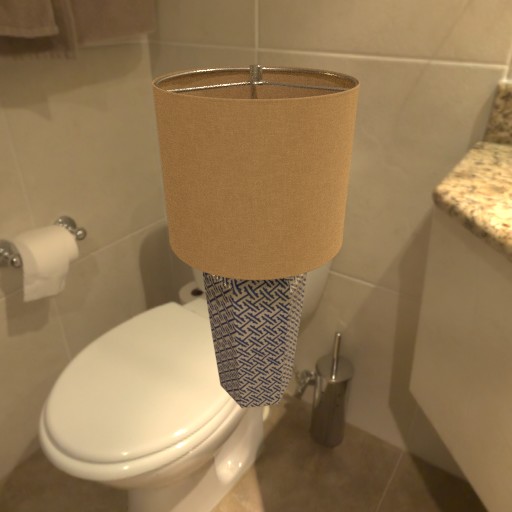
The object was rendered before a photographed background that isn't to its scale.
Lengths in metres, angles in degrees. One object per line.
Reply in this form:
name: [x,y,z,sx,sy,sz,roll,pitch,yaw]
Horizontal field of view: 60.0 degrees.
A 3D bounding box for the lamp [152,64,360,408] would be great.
lamp: [0.000,0.000,0.857,0.320,0.682,0.320,-1,30,-3]
